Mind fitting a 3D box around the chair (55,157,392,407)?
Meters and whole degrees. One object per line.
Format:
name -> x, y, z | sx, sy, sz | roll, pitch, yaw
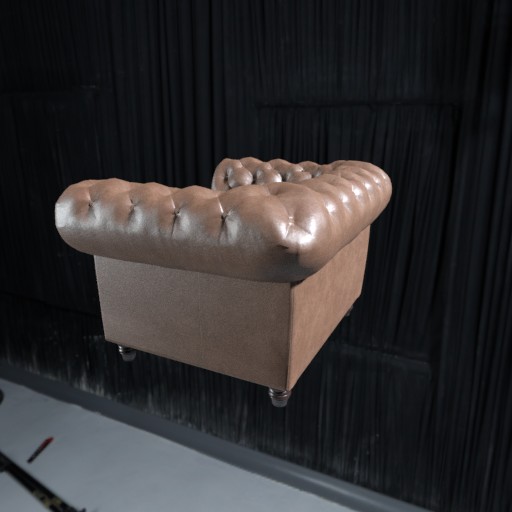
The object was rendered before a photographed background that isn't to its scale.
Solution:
chair -> 0.000, 0.000, 1.947 | 0.954, 0.784, 1.298 | 8, 19, 25
